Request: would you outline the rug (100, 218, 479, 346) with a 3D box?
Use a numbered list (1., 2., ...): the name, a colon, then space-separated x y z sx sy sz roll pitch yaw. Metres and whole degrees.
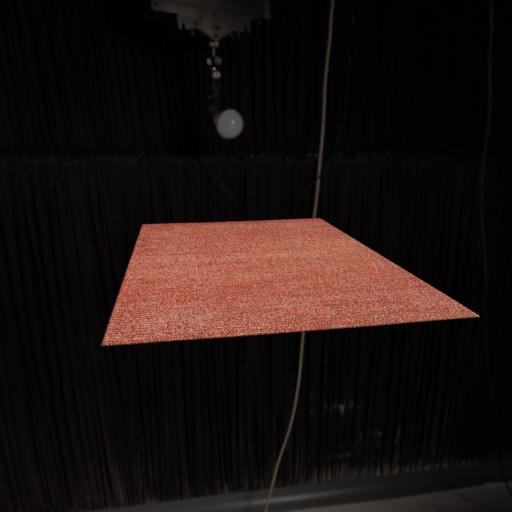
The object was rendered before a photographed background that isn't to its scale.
1. rug: 0.000 0.000 5.052 2.803 0.025 3.965 -3 16 -10
